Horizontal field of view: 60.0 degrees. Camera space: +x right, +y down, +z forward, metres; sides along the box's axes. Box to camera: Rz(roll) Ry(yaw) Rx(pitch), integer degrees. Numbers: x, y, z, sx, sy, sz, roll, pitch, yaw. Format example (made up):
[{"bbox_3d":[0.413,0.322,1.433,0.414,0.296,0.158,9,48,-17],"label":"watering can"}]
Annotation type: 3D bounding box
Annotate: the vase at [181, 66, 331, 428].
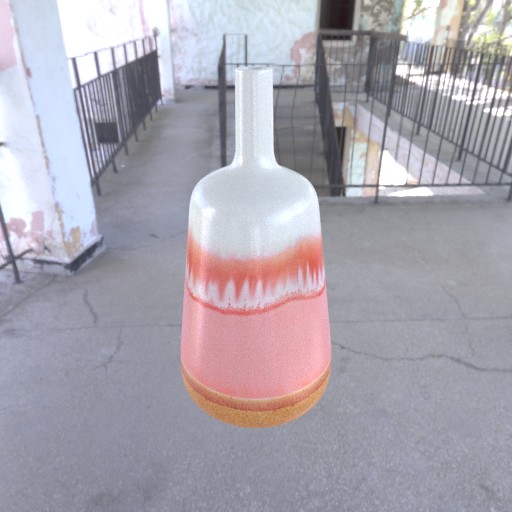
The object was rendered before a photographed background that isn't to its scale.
[{"bbox_3d":[0.000,0.000,0.378,0.144,0.296,0.144,0,28,0],"label":"vase"}]
